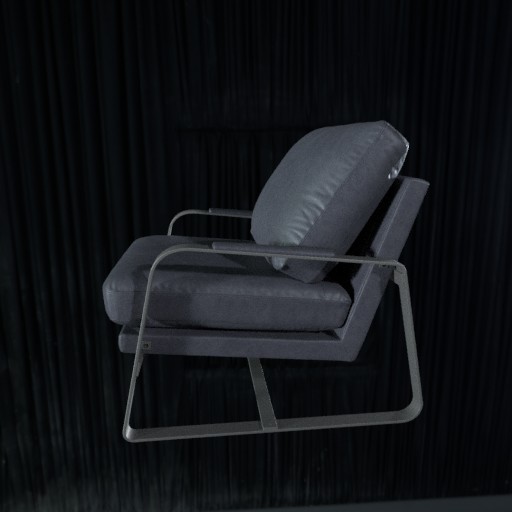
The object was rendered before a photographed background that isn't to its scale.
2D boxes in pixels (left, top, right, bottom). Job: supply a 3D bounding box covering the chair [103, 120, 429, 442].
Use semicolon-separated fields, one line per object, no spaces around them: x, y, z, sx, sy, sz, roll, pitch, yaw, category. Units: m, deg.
0.000;0.000;1.460;0.878;0.839;0.692;-2;14;-6;chair
